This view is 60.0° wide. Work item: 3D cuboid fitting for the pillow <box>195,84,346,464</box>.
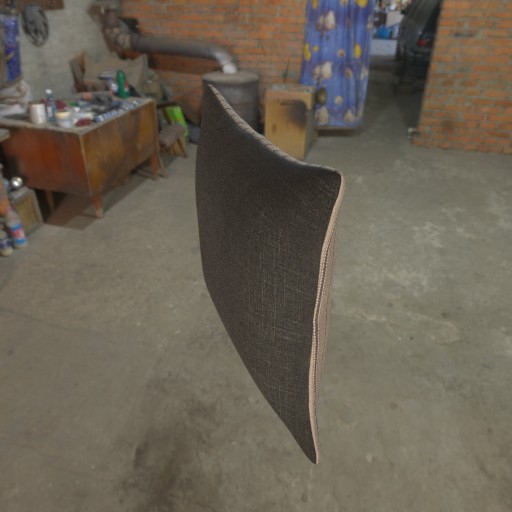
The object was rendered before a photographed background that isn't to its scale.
[{"bbox_3d":[0.000,0.000,0.705,0.138,0.444,0.468,-11,33,-18],"label":"pillow"}]
